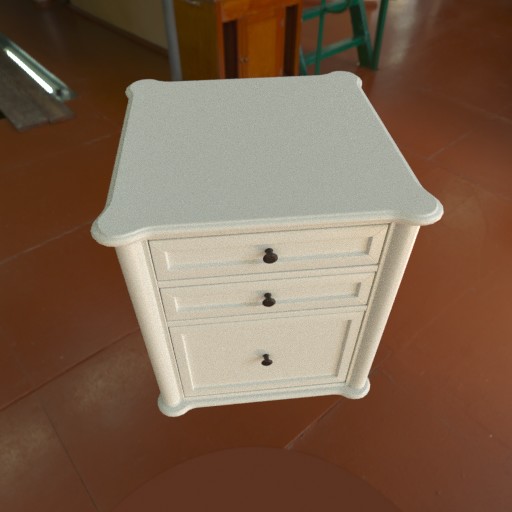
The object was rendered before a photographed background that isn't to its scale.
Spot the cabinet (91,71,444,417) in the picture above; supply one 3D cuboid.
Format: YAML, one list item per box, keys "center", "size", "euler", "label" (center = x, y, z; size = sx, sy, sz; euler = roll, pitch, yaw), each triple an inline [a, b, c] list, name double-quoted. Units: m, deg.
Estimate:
- center: [0.000, 0.000, 1.237]
  size: [0.628, 0.761, 0.627]
  euler: [-4, 45, -4]
  label: "cabinet"
